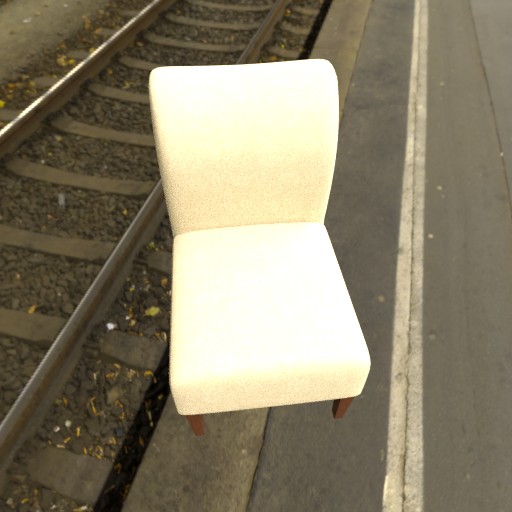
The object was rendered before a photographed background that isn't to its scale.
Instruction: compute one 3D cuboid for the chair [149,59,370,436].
[{"bbox_3d":[0.000,0.000,1.309,0.521,0.833,0.754,-5,48,-4],"label":"chair"}]
